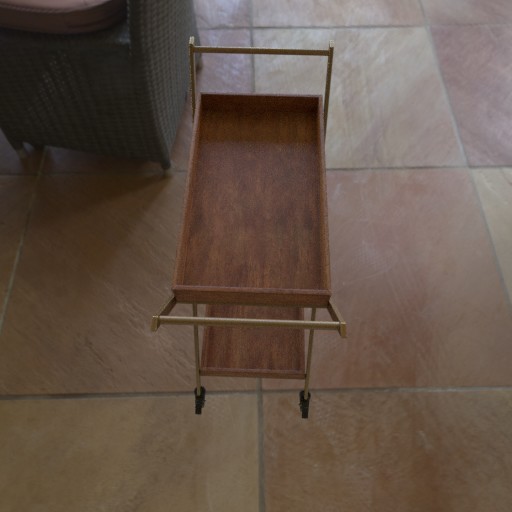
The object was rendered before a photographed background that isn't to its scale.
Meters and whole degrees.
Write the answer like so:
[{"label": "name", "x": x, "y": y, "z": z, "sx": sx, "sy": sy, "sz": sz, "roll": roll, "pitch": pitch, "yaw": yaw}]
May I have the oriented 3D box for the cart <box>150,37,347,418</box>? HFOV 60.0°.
[{"label": "cart", "x": 0.000, "y": 0.000, "z": 1.358, "sx": 0.405, "sy": 0.869, "sz": 0.836, "roll": 2, "pitch": 63, "yaw": 1}]
